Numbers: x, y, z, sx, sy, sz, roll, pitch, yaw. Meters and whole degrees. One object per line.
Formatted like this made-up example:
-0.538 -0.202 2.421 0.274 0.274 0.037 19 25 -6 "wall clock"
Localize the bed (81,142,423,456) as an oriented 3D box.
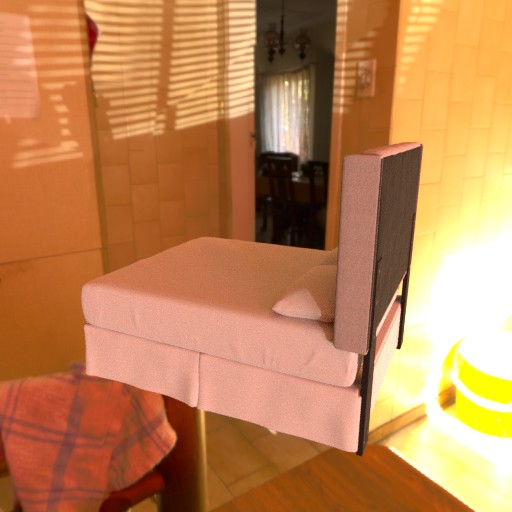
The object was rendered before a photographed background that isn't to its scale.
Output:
0.000 0.000 3.342 2.066 1.665 1.719 8 18 25 "bed"
